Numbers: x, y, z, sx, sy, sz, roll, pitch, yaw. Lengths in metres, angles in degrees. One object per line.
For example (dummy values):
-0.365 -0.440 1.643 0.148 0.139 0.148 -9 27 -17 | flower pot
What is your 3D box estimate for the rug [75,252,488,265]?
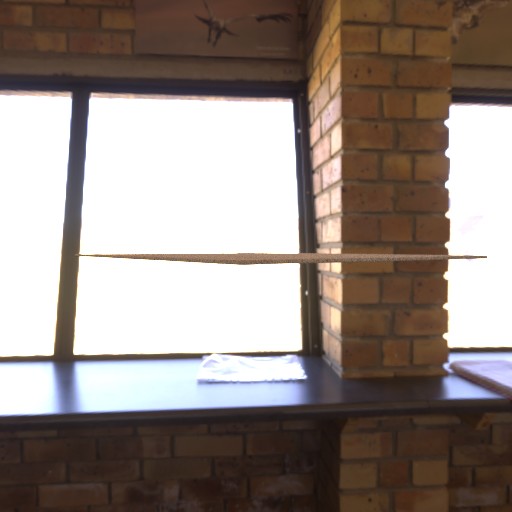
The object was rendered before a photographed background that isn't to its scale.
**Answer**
0.000 0.000 4.046 2.400 0.025 3.000 -1 1 -36 | rug
